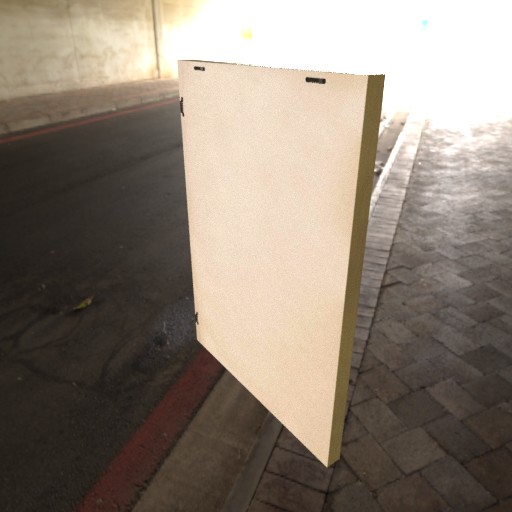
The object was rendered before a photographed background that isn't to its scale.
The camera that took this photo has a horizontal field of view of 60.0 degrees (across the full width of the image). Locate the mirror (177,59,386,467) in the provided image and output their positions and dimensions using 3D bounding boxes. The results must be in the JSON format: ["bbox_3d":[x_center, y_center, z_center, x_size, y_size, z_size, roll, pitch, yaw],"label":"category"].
[{"bbox_3d":[0.000,0.000,0.897,0.040,0.710,0.507,-18,32,-32],"label":"mirror"}]
